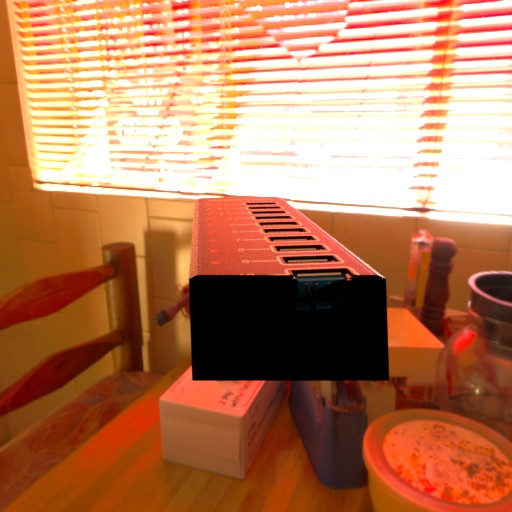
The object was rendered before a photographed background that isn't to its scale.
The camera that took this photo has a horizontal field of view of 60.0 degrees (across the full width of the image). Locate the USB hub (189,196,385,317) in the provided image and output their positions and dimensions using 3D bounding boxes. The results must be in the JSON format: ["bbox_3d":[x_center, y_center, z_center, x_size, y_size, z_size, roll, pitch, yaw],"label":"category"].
[{"bbox_3d":[0.000,0.000,0.159,0.044,0.023,0.145,-2,16,-7],"label":"USB hub"}]
